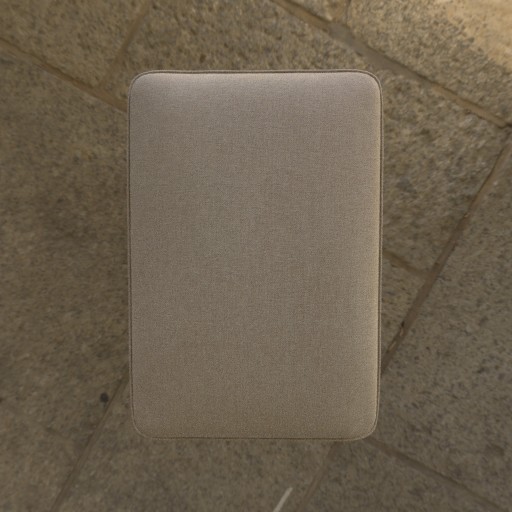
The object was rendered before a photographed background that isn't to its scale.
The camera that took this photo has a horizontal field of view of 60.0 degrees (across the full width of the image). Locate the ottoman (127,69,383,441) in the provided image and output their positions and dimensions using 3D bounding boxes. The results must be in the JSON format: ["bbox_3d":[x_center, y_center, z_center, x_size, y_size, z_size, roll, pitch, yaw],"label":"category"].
[{"bbox_3d":[0.000,0.000,1.124,0.559,0.458,0.813,0,91,1],"label":"ottoman"}]
